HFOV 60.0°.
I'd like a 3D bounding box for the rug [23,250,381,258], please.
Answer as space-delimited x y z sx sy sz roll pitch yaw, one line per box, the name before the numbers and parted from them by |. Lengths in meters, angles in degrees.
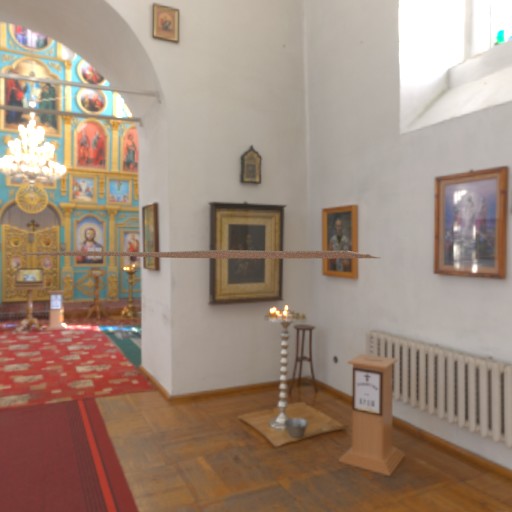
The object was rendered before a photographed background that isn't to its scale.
rug | 0.000 0.000 3.026 1.524 0.015 2.439 0 -1 18
